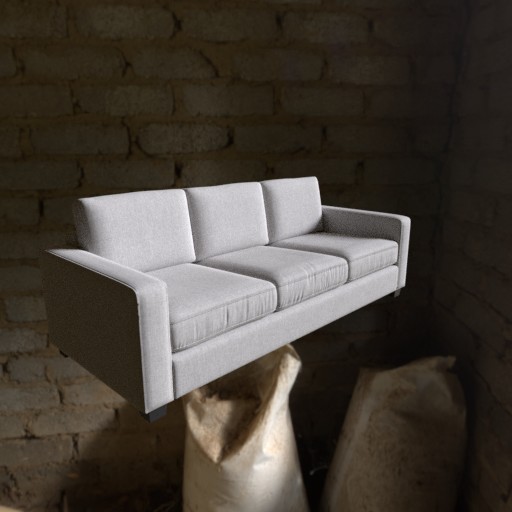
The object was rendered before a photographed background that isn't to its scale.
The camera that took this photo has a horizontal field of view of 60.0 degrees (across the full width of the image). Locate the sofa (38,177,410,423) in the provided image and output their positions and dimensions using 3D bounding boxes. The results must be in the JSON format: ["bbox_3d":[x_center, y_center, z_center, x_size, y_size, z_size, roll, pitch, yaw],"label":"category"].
[{"bbox_3d":[0.000,0.000,2.597,0.900,0.800,2.120,14,20,42],"label":"sofa"}]
